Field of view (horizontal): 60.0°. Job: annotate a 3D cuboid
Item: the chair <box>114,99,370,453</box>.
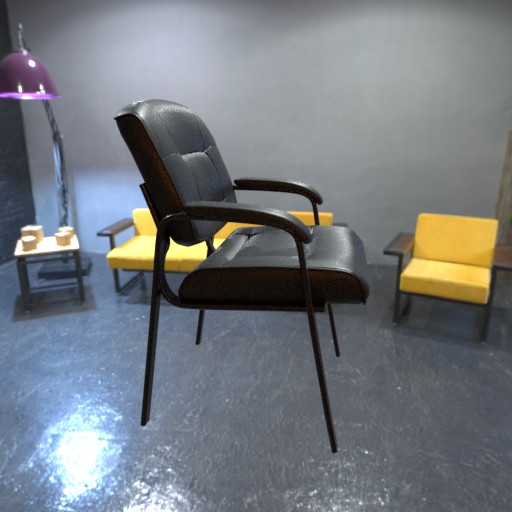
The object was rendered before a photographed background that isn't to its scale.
[{"bbox_3d":[0.000,0.000,1.356,0.668,0.910,0.591,3,17,11],"label":"chair"}]
